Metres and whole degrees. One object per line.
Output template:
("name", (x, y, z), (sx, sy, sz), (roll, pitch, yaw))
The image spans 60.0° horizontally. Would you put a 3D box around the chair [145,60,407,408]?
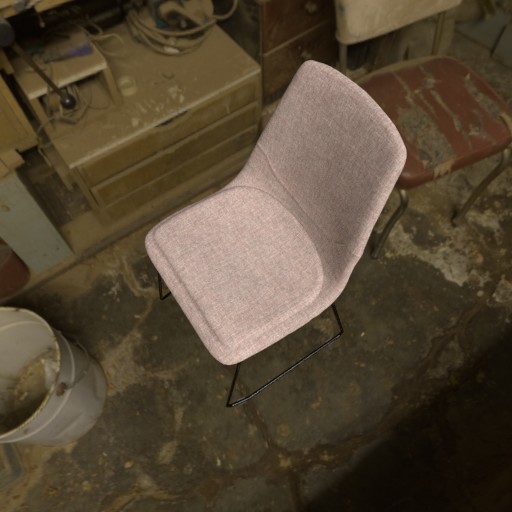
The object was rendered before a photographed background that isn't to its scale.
("chair", (0.000, 0.000, 1.175), (0.518, 0.858, 0.479), (-31, 67, -15))
